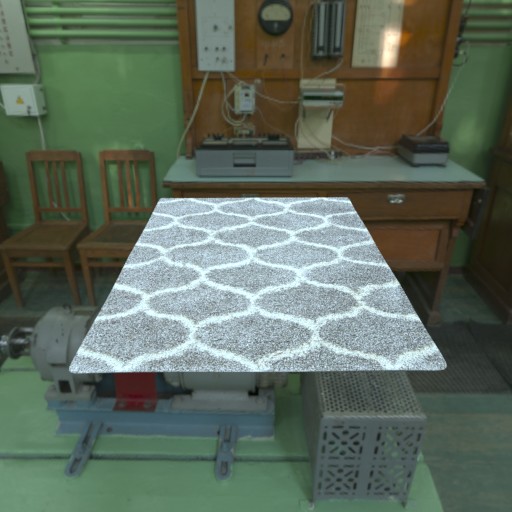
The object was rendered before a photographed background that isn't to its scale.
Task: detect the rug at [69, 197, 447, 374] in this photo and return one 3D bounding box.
[{"bbox_3d":[0.000,0.000,2.107,1.200,0.025,1.600,0,27,-1],"label":"rug"}]
